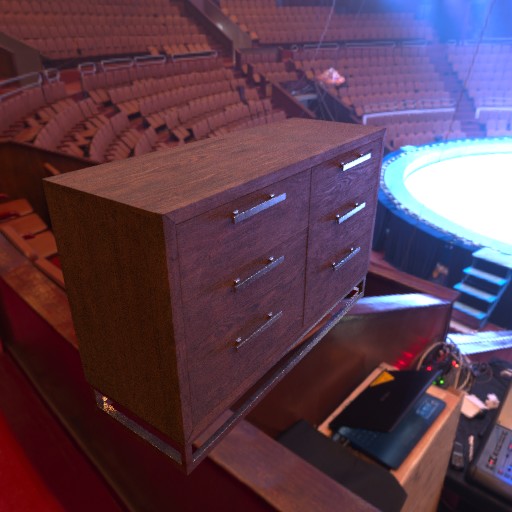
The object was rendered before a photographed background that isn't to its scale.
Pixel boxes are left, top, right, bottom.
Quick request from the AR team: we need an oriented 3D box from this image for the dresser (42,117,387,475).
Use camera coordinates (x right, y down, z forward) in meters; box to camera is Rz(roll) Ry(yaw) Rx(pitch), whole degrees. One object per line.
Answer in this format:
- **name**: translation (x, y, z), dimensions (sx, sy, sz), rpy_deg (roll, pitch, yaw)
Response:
- **dresser**: translation (0.000, 0.000, 2.183), dimensions (0.623, 1.061, 1.646), rpy_deg (18, 31, 32)
